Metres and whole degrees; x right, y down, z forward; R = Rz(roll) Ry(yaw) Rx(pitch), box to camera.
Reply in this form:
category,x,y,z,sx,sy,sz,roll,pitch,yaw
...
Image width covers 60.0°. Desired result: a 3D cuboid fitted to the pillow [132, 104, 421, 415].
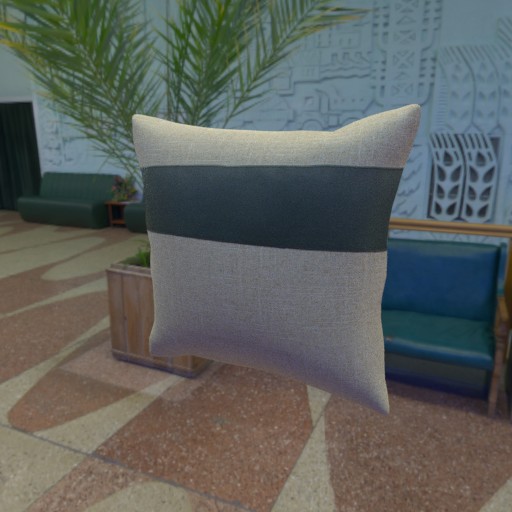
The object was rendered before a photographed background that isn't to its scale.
category,x,y,z,sx,sy,sz,roll,pitch,yaw
pillow,0.000,0.000,0.634,0.414,0.399,0.173,7,16,25
